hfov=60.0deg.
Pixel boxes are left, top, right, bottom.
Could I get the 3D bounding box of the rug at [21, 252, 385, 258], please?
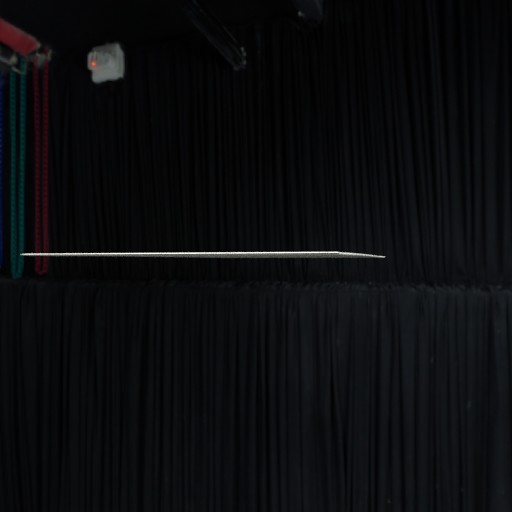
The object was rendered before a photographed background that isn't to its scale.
[{"bbox_3d":[0.000,0.000,3.000,1.529,0.012,2.435,0,-1,20],"label":"rug"}]
